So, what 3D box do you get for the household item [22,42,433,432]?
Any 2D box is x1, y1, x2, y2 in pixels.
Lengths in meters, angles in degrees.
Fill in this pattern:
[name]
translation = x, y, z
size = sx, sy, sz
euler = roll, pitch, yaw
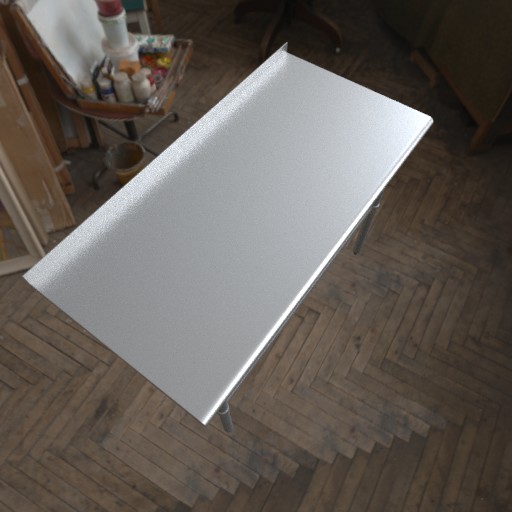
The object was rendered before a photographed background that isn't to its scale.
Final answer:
[household item]
translation = 0.000, 0.000, 1.672
size = 0.610, 0.851, 1.219
euler = 32, 64, 18
